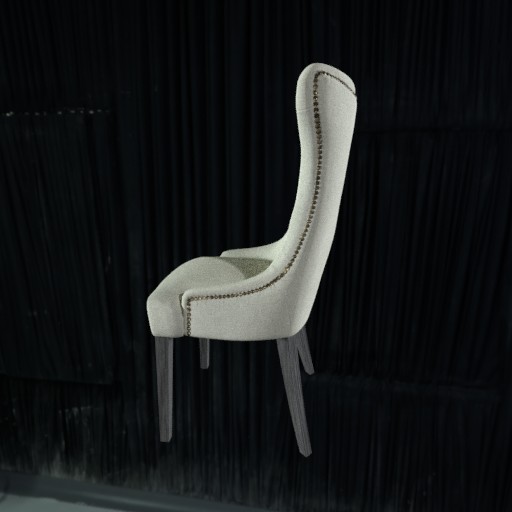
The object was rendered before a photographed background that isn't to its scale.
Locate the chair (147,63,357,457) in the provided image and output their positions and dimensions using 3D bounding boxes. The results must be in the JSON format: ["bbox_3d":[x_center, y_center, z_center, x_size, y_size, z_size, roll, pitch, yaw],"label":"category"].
[{"bbox_3d":[0.000,0.000,1.434,0.590,1.065,0.584,2,14,8],"label":"chair"}]
